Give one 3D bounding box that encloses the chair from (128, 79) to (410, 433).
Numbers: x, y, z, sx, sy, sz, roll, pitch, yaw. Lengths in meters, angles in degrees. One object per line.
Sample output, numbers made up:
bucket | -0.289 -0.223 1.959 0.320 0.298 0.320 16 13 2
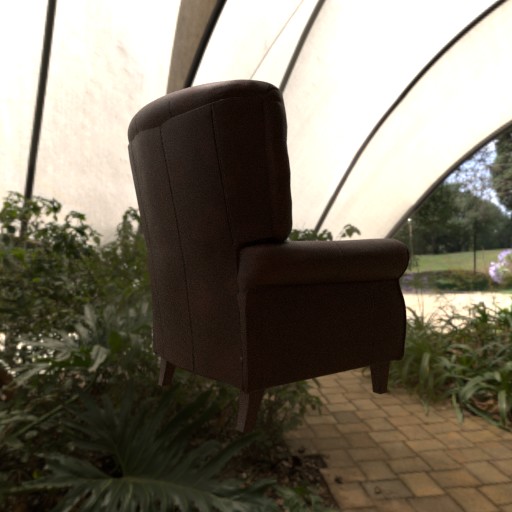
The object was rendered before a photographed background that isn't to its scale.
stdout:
chair | 0.000 0.000 1.904 1.058 1.158 0.948 0 0 -36
